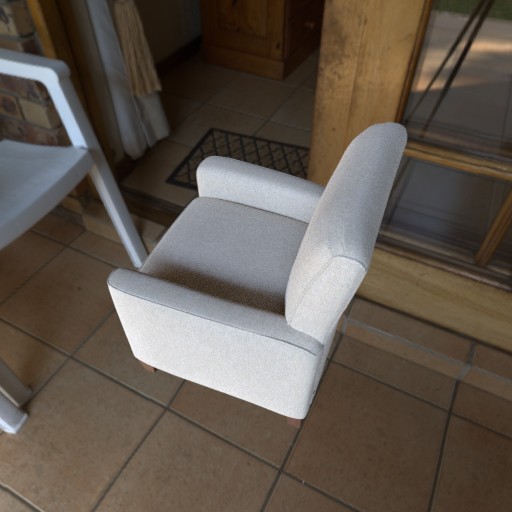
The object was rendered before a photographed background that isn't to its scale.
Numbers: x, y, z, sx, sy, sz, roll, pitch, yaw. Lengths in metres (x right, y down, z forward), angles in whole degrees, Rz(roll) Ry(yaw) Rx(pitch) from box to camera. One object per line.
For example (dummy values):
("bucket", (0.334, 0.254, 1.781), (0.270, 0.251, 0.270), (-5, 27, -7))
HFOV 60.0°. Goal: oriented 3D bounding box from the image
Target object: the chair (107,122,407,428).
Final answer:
("chair", (0.000, 0.000, 1.734), (0.859, 1.023, 0.845), (16, 49, 14))
